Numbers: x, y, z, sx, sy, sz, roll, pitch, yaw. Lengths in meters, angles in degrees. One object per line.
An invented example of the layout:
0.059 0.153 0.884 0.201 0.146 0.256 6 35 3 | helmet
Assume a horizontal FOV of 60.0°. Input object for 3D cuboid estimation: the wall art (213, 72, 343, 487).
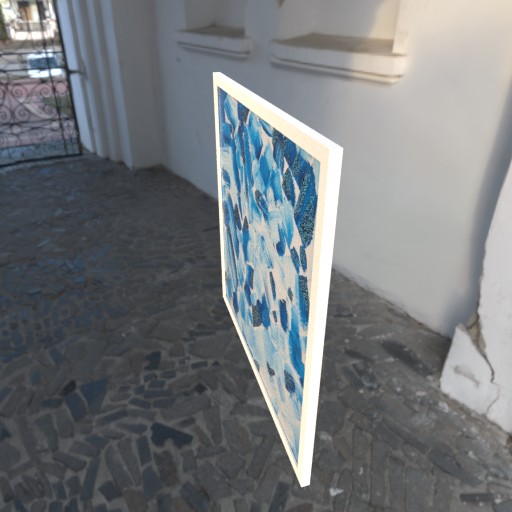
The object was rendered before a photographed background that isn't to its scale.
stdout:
0.000 0.000 0.668 0.012 0.457 0.457 -9 31 -14 | wall art
